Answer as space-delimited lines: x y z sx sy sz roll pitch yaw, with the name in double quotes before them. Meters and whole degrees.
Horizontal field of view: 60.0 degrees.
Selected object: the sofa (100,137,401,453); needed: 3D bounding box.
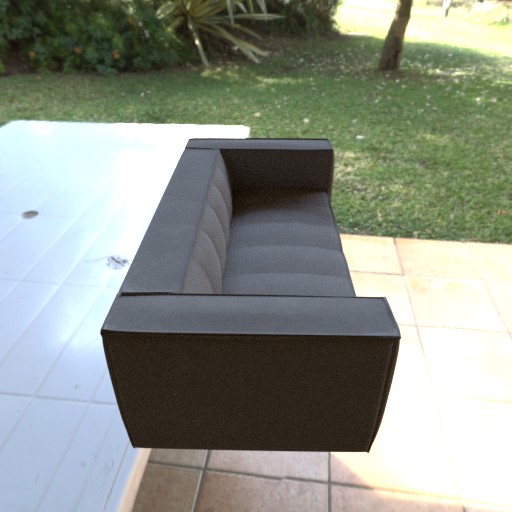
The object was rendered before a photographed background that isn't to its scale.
"sofa" 0.000 0.000 2.416 1.038 0.680 1.995 1 33 1
